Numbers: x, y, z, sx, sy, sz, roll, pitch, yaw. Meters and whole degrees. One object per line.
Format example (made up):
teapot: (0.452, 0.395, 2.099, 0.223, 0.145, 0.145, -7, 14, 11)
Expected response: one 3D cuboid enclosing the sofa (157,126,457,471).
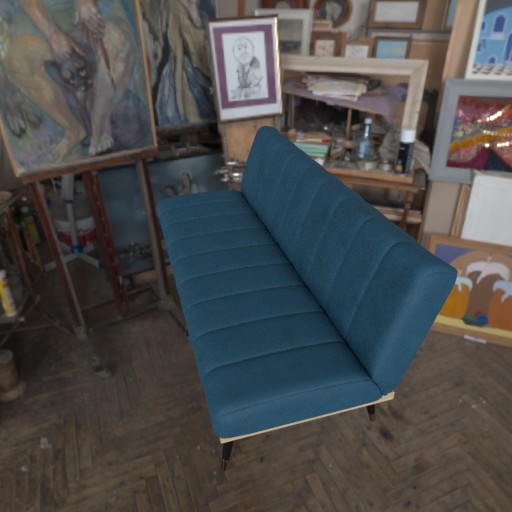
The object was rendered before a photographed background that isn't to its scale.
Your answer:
sofa: (0.000, 0.000, 2.252, 0.830, 0.825, 1.810, -9, 32, -14)
